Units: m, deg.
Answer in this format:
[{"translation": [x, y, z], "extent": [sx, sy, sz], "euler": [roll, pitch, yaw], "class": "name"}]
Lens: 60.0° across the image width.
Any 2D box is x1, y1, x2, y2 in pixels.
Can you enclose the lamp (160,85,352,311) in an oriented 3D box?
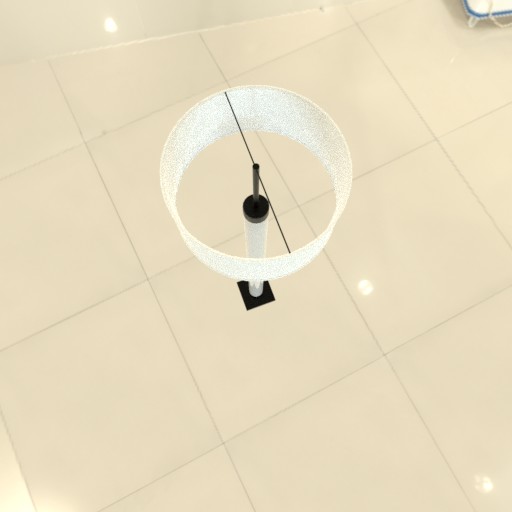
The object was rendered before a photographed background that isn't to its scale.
[{"translation": [0.000, 0.000, 1.663], "extent": [0.420, 1.475, 0.420], "euler": [-20, 76, -5], "class": "lamp"}]
